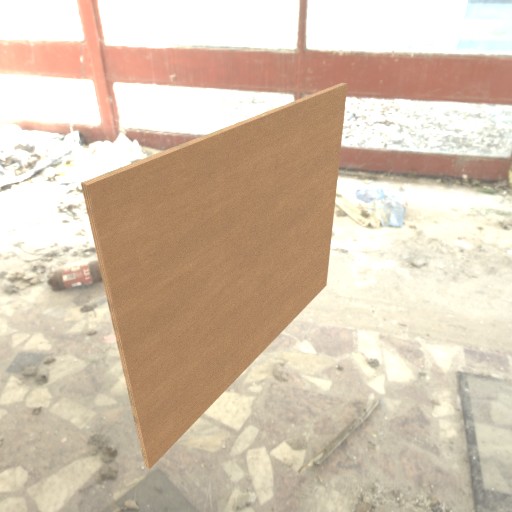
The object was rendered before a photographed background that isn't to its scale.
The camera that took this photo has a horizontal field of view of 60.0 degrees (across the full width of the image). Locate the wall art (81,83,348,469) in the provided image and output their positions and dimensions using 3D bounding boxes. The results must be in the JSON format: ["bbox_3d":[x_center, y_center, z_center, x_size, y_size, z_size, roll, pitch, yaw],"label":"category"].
[{"bbox_3d":[0.000,0.000,0.661,0.010,0.408,0.508,21,38,29],"label":"wall art"}]
